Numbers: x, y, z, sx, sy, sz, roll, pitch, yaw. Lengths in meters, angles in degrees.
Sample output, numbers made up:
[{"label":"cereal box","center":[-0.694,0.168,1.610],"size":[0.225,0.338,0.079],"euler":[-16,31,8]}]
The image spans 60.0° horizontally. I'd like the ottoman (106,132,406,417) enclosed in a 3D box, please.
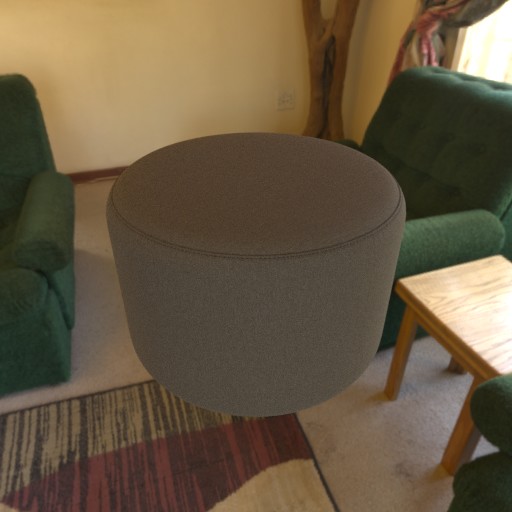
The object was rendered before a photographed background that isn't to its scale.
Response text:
[{"label":"ottoman","center":[0.000,0.000,1.013],"size":[0.608,0.433,0.608],"euler":[0,33,0]}]
